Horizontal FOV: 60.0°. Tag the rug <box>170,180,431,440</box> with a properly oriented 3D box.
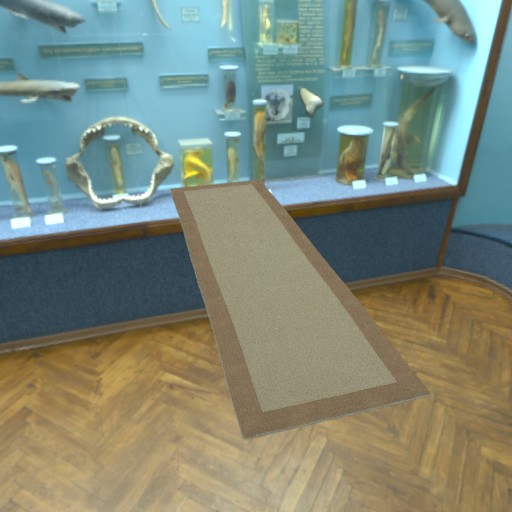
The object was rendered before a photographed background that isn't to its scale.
[{"bbox_3d":[0.000,0.000,2.651,0.767,0.012,2.430,-8,31,-13],"label":"rug"}]
